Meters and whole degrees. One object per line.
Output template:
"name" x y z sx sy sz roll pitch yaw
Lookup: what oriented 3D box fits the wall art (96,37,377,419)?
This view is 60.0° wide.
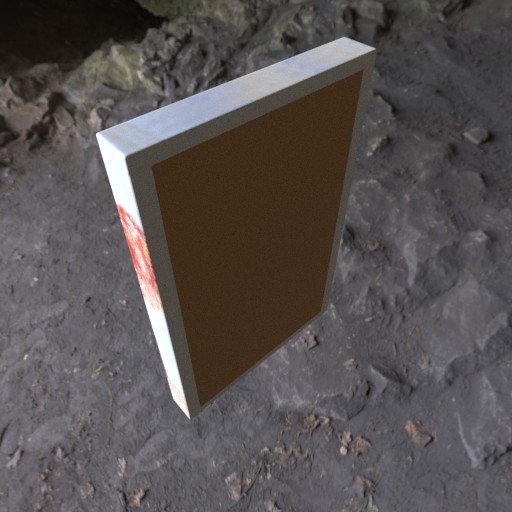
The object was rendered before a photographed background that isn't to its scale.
"wall art" 0.000 0.000 0.476 0.251 0.380 0.039 -33 54 -27
